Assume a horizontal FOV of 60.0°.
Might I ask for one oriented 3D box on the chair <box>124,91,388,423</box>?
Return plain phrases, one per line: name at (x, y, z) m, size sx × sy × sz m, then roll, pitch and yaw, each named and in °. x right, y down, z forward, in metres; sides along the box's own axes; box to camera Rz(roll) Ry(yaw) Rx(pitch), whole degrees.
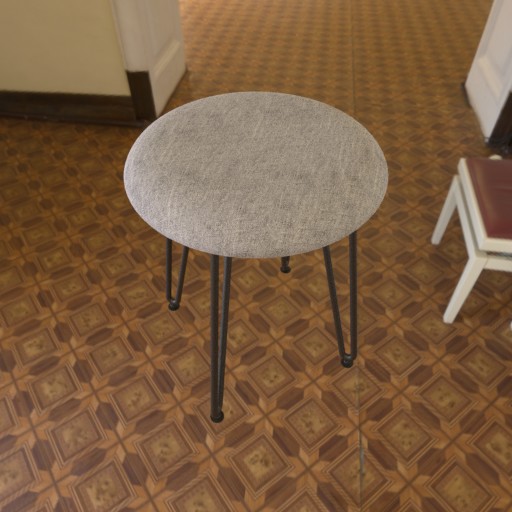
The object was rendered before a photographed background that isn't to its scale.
chair at (0.000, 0.000, 0.642) m, size 0.350 × 0.386 × 0.350 m, roll 15°, pitch 47°, yaw 15°
